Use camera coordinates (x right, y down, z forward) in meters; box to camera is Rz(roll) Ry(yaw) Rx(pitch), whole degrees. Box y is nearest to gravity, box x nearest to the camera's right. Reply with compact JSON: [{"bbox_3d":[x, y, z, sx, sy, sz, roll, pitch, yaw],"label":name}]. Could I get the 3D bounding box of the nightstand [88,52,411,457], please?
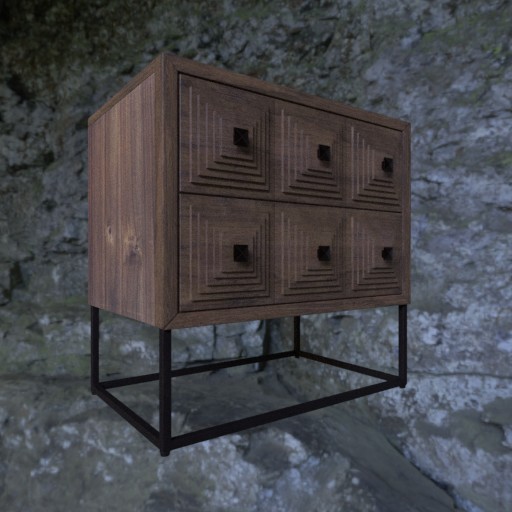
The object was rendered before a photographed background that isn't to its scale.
[{"bbox_3d":[0.000,0.000,0.987,0.610,0.610,0.437,0,0,-36],"label":"nightstand"}]
